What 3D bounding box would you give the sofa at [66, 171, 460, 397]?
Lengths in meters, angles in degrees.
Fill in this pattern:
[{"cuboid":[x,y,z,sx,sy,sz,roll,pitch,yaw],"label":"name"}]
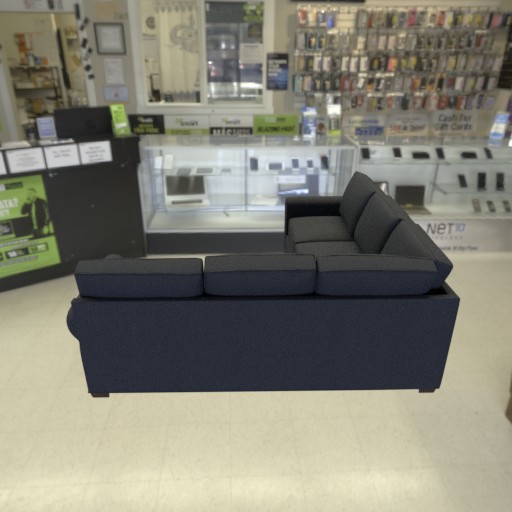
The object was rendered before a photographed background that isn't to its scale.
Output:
[{"cuboid":[0.000,0.000,4.027,2.562,1.042,2.487,0,25,-1],"label":"sofa"}]
